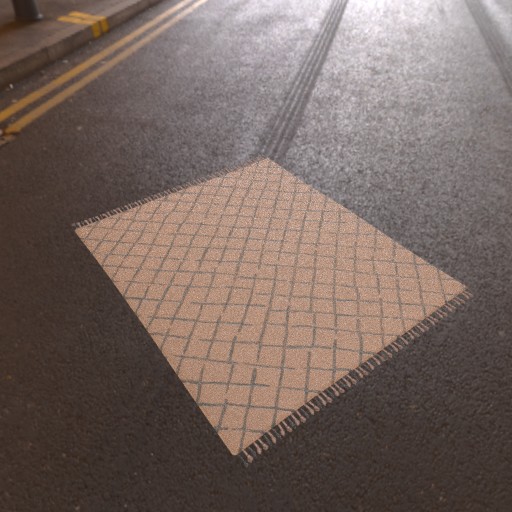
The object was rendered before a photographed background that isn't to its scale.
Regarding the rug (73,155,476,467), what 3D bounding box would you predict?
[{"bbox_3d":[0.000,0.000,4.885,2.892,0.036,3.585,-26,48,-27],"label":"rug"}]
